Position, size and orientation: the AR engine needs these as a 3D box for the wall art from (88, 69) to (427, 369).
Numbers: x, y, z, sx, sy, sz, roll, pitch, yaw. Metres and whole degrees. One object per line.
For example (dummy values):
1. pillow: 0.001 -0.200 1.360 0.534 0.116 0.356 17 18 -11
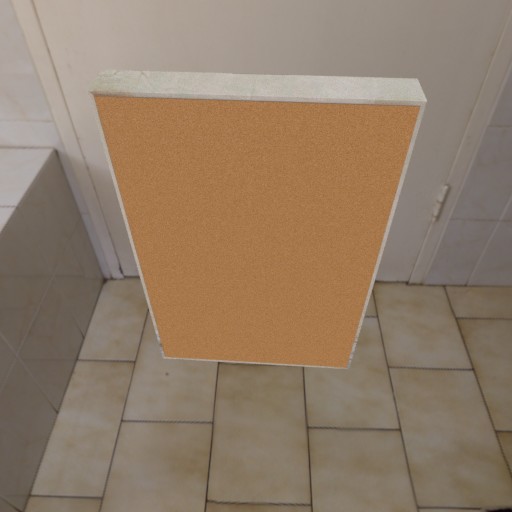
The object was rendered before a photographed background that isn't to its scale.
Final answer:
1. wall art: 0.000 0.000 0.480 0.254 0.381 0.038 3 46 3
